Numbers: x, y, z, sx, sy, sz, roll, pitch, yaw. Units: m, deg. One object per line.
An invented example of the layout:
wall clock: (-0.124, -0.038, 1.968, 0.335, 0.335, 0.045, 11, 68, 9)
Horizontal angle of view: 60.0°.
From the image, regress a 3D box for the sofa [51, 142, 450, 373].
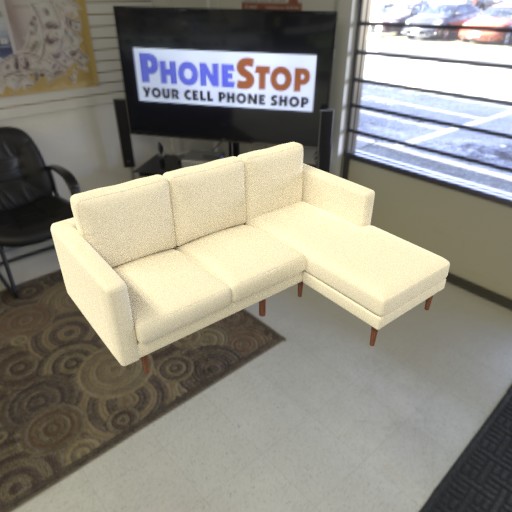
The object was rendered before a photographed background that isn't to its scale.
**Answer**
sofa: (0.000, 0.000, 2.857, 2.029, 0.899, 1.580, -22, 37, -32)
